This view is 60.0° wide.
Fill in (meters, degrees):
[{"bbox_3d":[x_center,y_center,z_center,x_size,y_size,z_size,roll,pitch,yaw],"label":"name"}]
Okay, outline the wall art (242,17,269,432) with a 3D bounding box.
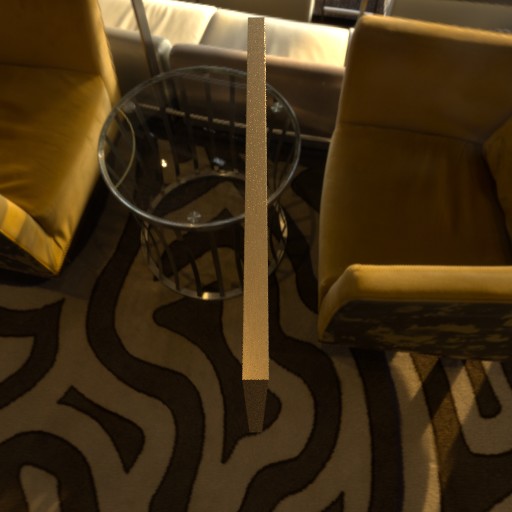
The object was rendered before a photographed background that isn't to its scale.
[{"bbox_3d":[0.000,0.000,1.124,0.036,0.765,0.767,0,63,0],"label":"wall art"}]
